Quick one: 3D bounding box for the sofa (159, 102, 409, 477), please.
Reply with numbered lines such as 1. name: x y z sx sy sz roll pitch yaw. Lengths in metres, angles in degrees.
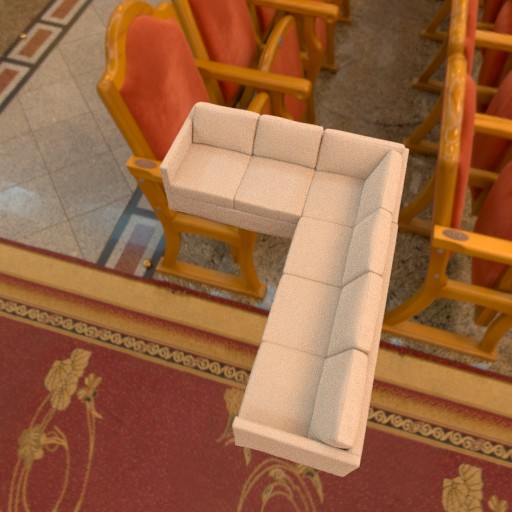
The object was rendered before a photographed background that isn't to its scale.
1. sofa: 0.000 0.000 4.224 2.432 0.871 3.182 14 59 9
